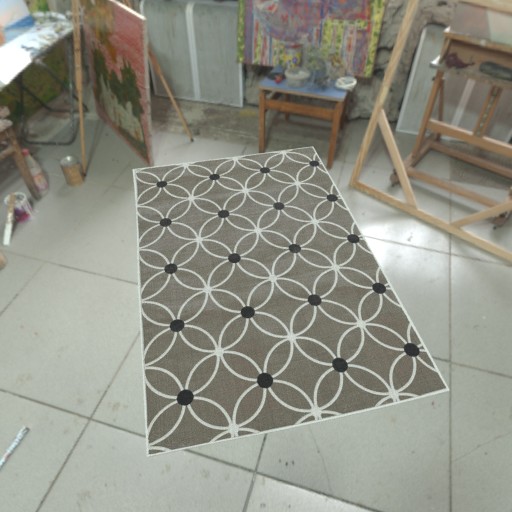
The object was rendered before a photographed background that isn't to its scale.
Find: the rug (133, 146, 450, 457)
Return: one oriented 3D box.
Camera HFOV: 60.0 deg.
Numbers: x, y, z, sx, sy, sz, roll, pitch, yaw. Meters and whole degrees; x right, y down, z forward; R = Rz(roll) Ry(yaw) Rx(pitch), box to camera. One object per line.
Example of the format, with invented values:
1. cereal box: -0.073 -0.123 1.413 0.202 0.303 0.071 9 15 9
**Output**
1. rug: 0.000 0.000 2.891 1.522 0.008 2.284 -9 47 -9
